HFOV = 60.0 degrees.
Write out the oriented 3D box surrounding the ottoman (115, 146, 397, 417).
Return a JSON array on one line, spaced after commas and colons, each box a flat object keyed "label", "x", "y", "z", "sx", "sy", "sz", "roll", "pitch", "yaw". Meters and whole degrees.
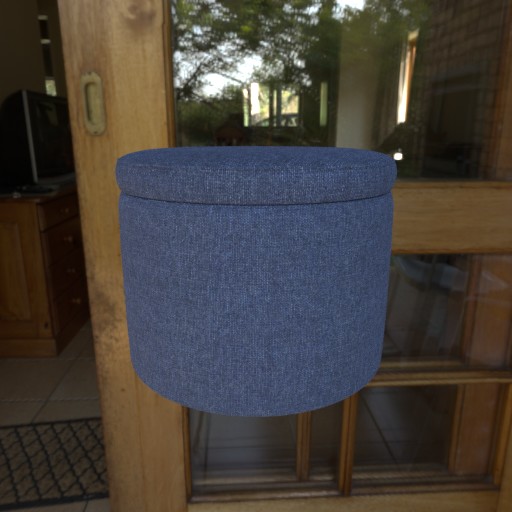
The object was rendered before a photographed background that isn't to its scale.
[{"label": "ottoman", "x": 0.000, "y": 0.000, "z": 0.897, "sx": 0.520, "sy": 0.430, "sz": 0.520, "roll": 0, "pitch": 15, "yaw": 0}]
